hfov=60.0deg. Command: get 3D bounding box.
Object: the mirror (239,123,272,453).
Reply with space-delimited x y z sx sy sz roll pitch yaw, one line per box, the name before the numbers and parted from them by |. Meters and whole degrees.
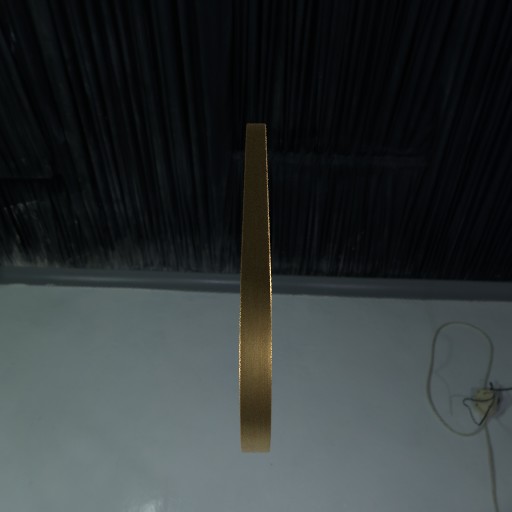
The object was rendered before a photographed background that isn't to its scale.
mirror | 0.000 0.000 0.681 0.032 0.254 0.584 0 41 0
